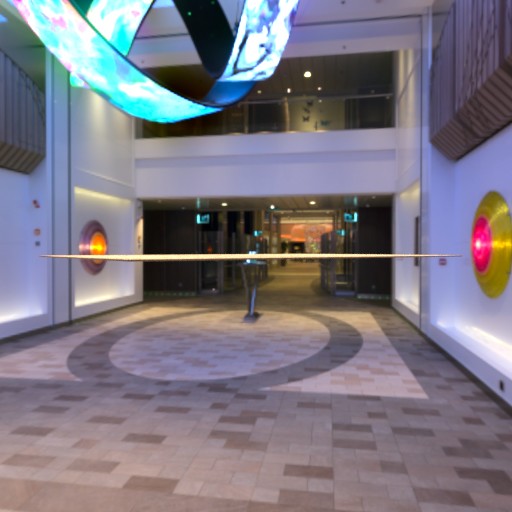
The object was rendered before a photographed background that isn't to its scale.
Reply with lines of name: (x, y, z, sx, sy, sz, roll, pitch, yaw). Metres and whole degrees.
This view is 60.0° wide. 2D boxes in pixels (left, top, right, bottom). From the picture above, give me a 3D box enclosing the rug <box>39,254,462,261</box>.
rug: (0.000, 0.000, 2.302, 1.827, 0.006, 1.221, -1, 1, -37)
